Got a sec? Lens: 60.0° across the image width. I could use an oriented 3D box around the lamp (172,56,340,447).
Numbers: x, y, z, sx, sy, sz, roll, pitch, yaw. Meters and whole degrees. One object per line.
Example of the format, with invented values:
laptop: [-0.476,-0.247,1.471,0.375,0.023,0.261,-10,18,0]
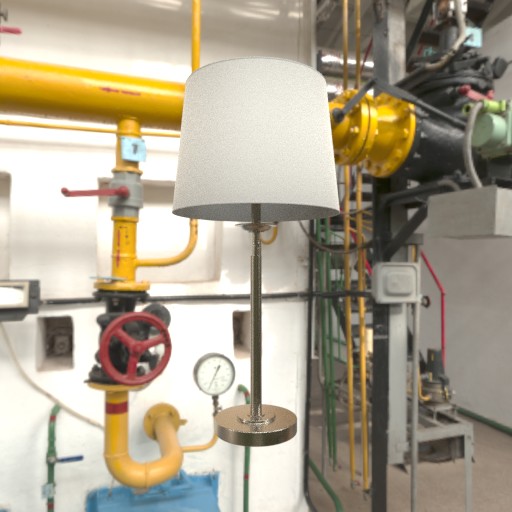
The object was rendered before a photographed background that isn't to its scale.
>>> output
lamp: [0.000,0.000,0.891,0.333,0.696,0.333,0,-1,0]
